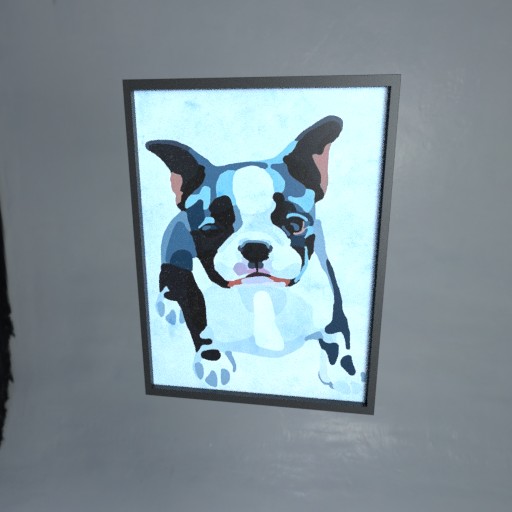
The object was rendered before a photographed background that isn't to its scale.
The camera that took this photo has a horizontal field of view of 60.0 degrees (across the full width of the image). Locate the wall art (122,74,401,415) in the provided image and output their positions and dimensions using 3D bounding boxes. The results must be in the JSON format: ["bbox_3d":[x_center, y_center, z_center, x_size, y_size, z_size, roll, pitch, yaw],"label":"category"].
[{"bbox_3d":[0.000,0.000,1.366,0.774,1.027,0.030,2,15,8],"label":"wall art"}]
